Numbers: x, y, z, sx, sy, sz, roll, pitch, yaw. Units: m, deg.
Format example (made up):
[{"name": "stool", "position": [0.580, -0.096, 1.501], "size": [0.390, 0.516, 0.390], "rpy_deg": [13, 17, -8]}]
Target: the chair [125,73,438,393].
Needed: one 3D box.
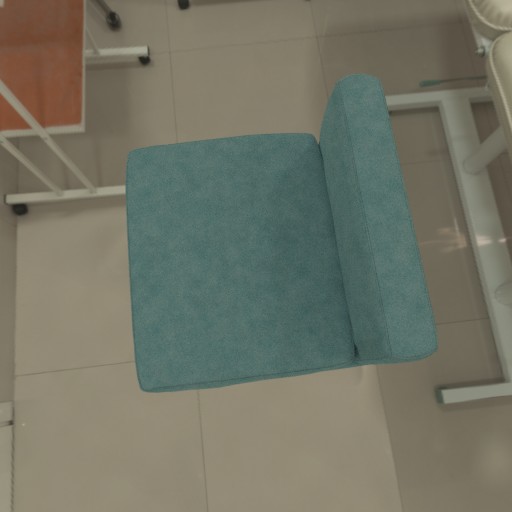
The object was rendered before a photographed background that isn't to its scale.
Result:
[{"name": "chair", "position": [0.000, 0.000, 1.254], "size": [0.685, 0.660, 0.684], "rpy_deg": [-7, 76, -2]}]
